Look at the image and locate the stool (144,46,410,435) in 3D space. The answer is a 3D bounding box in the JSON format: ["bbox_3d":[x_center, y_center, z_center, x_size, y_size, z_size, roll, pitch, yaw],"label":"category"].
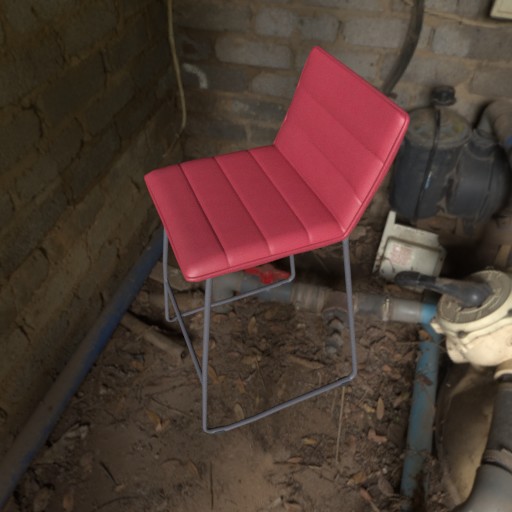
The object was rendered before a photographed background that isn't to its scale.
[{"bbox_3d":[0.000,0.000,1.223,0.524,0.937,0.489,-17,48,-16],"label":"stool"}]
